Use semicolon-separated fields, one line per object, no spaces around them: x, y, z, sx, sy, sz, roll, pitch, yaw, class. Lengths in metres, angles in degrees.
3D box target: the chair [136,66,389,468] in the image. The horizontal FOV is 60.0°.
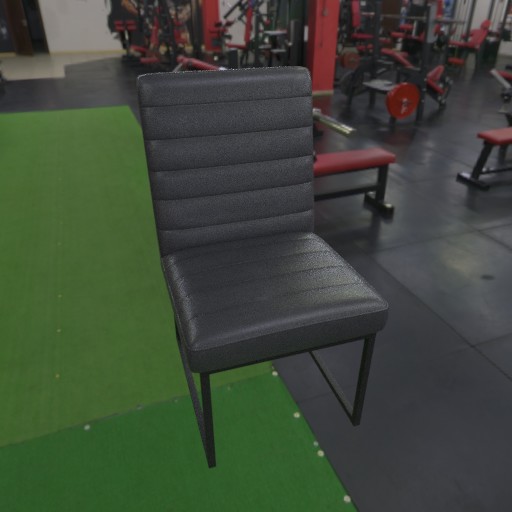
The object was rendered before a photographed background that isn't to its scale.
0.000;0.000;1.277;0.520;0.930;0.634;-9;32;-15;chair
